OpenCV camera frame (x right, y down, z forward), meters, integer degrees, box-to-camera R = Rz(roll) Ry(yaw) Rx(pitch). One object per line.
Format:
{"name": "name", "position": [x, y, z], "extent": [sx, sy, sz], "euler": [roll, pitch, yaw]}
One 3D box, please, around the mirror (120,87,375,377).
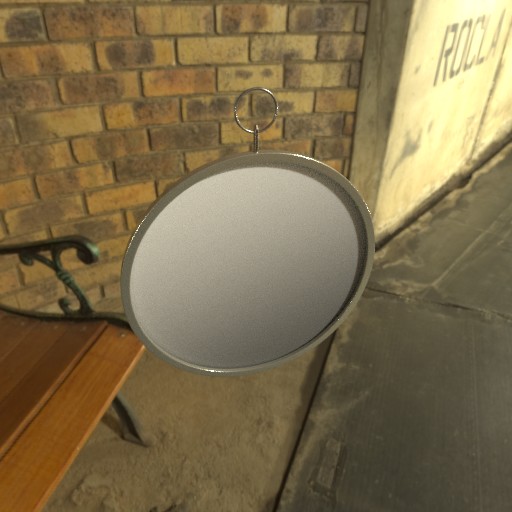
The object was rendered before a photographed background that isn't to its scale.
{"name": "mirror", "position": [0.000, 0.000, 0.983], "extent": [0.594, 0.713, 0.020], "euler": [-9, 33, -14]}
